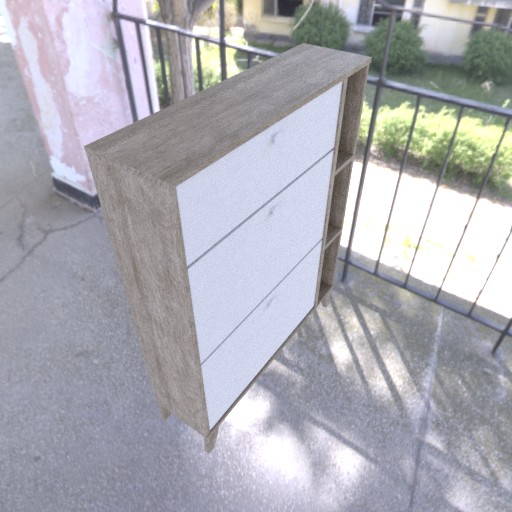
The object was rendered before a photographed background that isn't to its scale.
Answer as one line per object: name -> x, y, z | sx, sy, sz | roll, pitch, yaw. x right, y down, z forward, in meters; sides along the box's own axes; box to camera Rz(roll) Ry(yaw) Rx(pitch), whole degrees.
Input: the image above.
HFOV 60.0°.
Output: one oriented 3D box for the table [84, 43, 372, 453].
table -> 0.000, 0.000, 1.538 | 0.256, 1.135, 0.902 | 25, 47, 26
